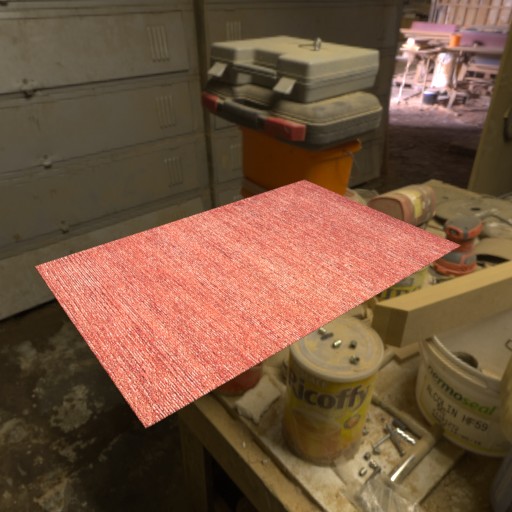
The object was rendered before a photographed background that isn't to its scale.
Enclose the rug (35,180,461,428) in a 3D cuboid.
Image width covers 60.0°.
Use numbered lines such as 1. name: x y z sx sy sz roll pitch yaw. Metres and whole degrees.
1. rug: 0.000 0.000 2.161 1.747 0.011 1.139 -22 38 -32
